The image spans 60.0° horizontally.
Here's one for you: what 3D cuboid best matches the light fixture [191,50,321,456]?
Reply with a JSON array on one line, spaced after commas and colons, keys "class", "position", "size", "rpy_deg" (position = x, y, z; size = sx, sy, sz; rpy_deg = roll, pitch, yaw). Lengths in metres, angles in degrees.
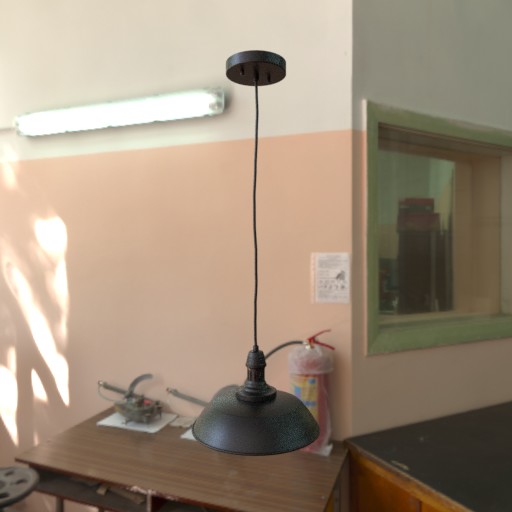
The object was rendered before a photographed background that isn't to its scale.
[{"class": "light fixture", "position": [0.000, 0.000, 1.148], "size": [0.331, 0.993, 0.331], "rpy_deg": [0, 0, -36]}]
